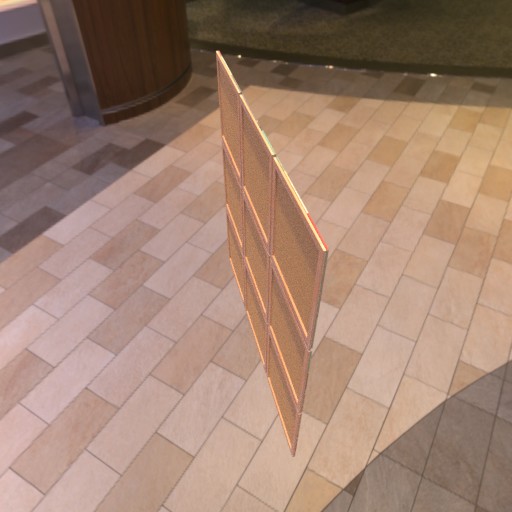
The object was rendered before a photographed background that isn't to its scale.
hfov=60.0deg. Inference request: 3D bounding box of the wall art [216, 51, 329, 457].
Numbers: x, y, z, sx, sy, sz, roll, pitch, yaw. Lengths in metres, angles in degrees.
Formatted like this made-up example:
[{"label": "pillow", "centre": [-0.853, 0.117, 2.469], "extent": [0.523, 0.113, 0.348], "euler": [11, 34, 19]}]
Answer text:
[{"label": "wall art", "centre": [0.000, 0.000, 1.847], "extent": [0.013, 1.220, 1.216], "euler": [-11, 46, -11]}]
